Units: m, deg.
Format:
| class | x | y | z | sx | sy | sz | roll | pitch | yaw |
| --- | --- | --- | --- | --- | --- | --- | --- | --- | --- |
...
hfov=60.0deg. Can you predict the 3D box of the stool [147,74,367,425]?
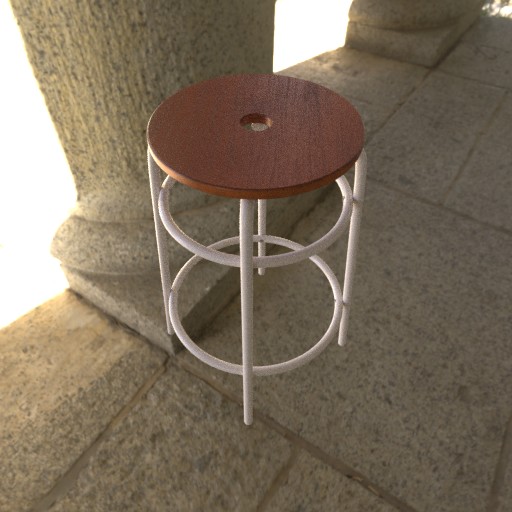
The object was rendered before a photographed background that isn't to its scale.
| class | x | y | z | sx | sy | sz | roll | pitch | yaw |
| --- | --- | --- | --- | --- | --- | --- | --- | --- | --- |
| stool | 0.000 | 0.000 | 0.910 | 0.455 | 0.610 | 0.455 | 3 | 47 | 3 |
